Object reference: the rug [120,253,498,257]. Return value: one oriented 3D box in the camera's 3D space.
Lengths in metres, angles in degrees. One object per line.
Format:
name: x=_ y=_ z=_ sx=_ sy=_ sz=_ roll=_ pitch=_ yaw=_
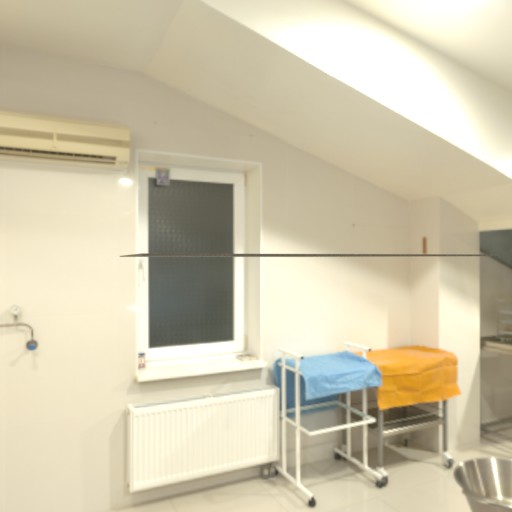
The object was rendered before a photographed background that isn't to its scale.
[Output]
rug: x=0.000 y=0.000 z=2.839 sx=1.600 sy=0.008 sz=2.235 roll=0 pitch=0 yaw=-19
